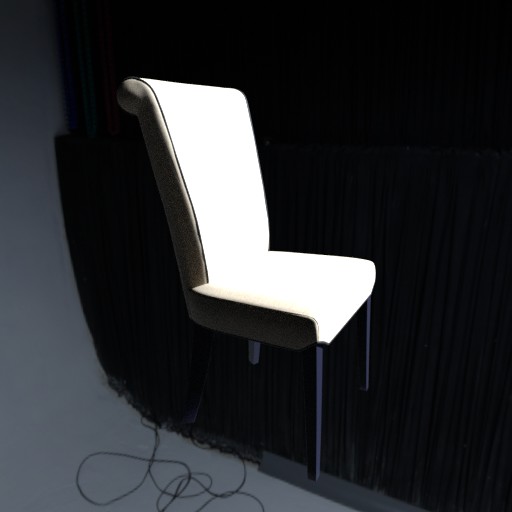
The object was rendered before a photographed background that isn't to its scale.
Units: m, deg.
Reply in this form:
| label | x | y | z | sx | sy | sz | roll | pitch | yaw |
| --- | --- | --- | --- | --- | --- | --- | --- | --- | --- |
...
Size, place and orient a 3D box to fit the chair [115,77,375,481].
| label | x | y | z | sx | sy | sz | roll | pitch | yaw |
| --- | --- | --- | --- | --- | --- | --- | --- | --- | --- |
| chair | 0.000 | 0.000 | 1.341 | 0.623 | 0.997 | 0.522 | 9 | 19 | 28 |
